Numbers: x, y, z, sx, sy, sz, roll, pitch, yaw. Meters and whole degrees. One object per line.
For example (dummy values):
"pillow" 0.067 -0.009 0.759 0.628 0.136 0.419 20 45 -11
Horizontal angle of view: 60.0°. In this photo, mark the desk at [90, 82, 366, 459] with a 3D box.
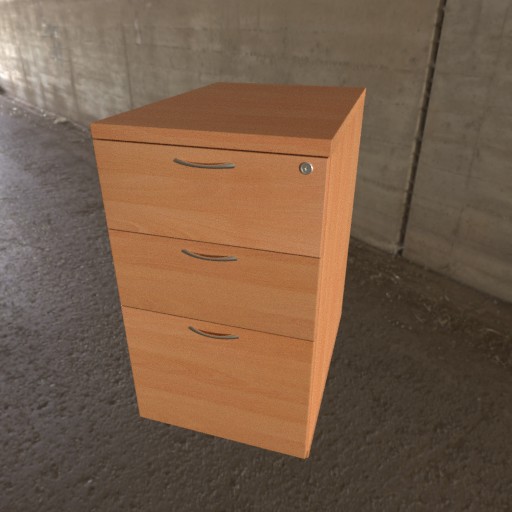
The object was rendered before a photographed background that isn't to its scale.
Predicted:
"desk" 0.000 0.000 1.099 0.404 0.730 0.600 8 29 15
